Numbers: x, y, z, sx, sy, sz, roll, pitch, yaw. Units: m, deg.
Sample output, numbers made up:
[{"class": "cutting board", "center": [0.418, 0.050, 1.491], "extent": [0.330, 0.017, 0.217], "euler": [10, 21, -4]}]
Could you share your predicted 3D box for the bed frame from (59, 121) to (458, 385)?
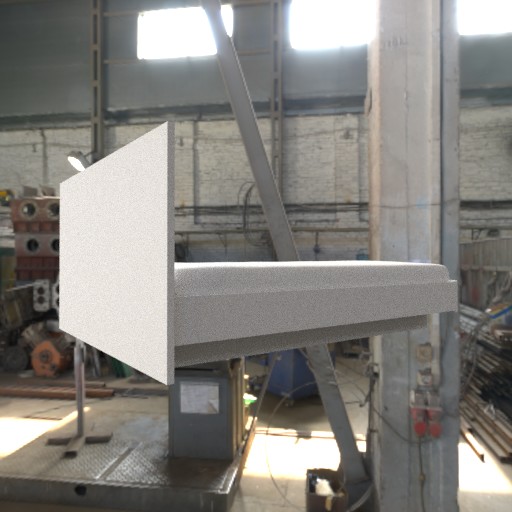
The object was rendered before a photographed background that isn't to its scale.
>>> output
[{"class": "bed frame", "center": [0.000, 0.000, 2.990], "extent": [2.100, 1.001, 1.711], "euler": [0, -1, -36]}]
